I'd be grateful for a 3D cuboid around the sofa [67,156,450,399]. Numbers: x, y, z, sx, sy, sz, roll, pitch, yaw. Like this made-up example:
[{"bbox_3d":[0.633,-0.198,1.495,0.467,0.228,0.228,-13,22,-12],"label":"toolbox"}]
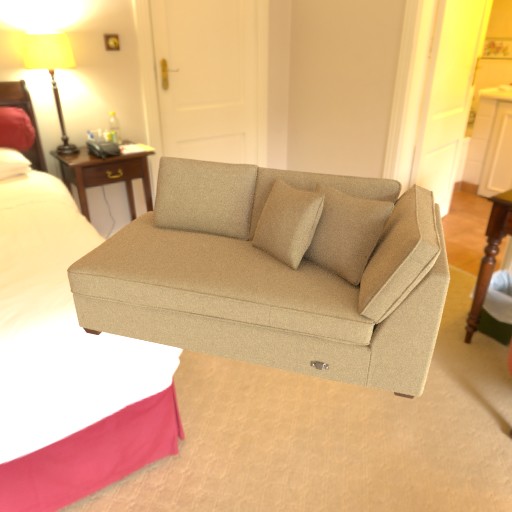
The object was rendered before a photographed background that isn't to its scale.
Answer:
[{"bbox_3d":[0.000,0.000,2.939,2.237,1.033,1.110,8,28,16],"label":"sofa"}]
